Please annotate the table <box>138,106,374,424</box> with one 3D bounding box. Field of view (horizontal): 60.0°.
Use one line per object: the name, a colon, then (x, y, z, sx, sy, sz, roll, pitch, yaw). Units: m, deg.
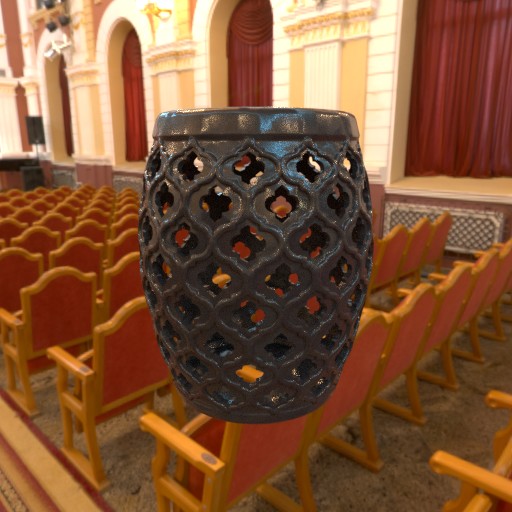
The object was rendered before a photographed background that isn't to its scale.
table: (0.000, 0.000, 0.637, 0.325, 0.388, 0.325, 0, 14, 0)
